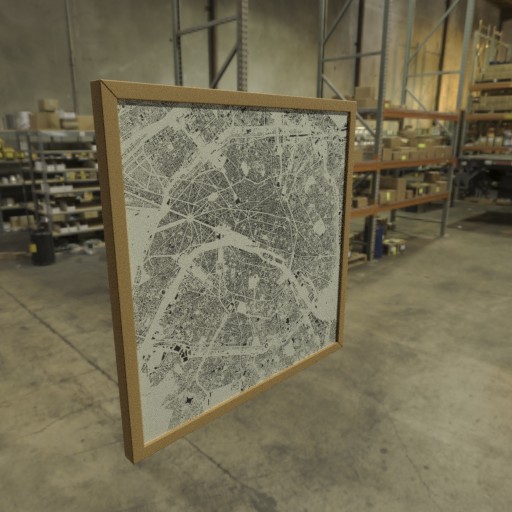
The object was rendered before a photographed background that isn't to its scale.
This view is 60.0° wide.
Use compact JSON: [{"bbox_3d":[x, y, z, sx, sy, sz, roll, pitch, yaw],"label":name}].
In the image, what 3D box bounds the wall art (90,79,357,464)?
[{"bbox_3d":[0.000,0.000,1.104,0.761,0.761,0.037,-15,21,-43],"label":"wall art"}]
